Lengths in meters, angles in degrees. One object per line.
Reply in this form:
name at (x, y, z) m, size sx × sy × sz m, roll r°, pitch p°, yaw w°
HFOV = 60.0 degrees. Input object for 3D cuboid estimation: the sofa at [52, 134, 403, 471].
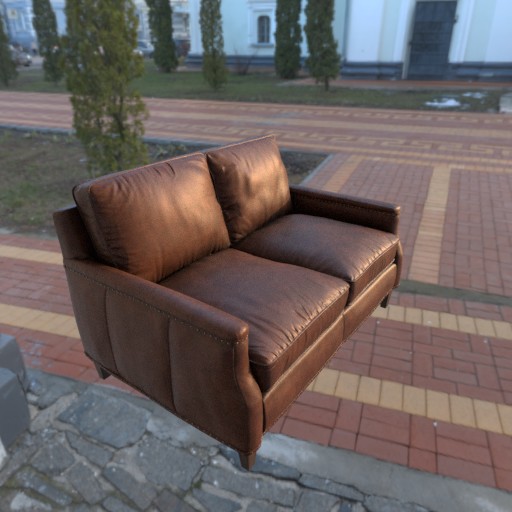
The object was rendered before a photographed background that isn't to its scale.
sofa at (0.000, 0.000, 2.298) m, size 1.083 × 1.003 × 1.628 m, roll 17°, pitch 31°, yaw 32°
